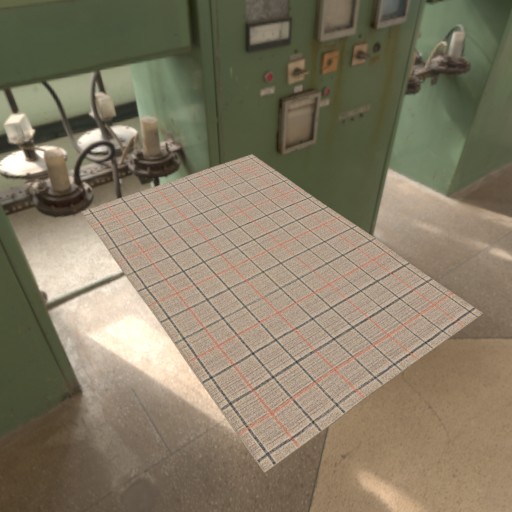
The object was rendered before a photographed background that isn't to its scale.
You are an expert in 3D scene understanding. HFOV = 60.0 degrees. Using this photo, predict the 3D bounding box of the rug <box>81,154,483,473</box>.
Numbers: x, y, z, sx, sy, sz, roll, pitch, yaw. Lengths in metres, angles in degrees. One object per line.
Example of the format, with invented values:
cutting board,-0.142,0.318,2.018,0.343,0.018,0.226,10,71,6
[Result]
rug,0.000,0.000,2.298,1.220,0.013,1.829,-25,47,-26
